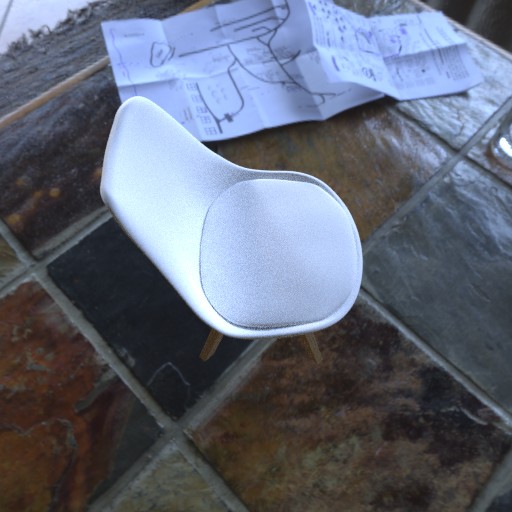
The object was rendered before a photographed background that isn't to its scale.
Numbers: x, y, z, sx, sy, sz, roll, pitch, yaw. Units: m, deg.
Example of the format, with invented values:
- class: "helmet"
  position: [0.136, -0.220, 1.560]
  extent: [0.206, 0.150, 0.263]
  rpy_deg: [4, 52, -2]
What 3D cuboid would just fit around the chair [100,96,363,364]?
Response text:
- class: "chair"
  position: [0.000, 0.000, 1.174]
  extent: [0.550, 0.849, 0.485]
  rpy_deg: [1, 63, 1]
